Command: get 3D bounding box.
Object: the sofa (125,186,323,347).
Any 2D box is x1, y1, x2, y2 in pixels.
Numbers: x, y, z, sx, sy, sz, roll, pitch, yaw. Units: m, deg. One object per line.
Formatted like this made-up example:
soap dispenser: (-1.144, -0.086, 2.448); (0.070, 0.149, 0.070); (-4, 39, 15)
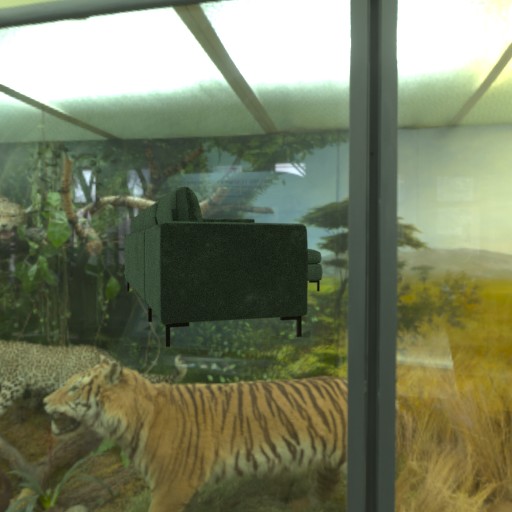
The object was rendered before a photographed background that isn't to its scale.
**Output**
sofa: (0.000, 0.000, 3.232); (1.707, 0.687, 2.486); (-1, 1, -20)
